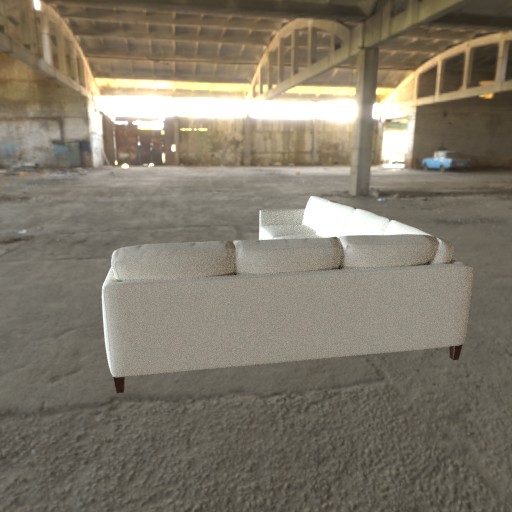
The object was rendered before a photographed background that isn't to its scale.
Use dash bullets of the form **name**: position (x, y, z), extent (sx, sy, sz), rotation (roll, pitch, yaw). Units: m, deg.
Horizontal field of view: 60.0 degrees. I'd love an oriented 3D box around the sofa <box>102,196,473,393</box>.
- **sofa**: position (0.000, 0.000, 4.531), extent (2.593, 0.947, 3.302), rotation (-3, 14, -11)
